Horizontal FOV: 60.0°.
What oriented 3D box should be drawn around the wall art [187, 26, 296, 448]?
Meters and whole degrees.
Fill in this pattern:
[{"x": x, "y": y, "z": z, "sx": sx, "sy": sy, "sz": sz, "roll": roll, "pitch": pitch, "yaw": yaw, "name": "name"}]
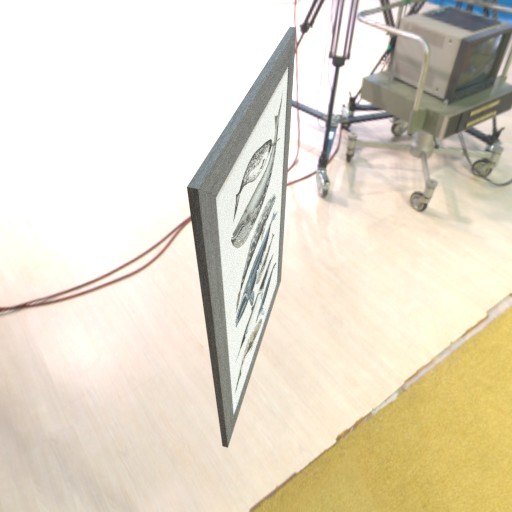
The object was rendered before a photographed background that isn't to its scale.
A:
[{"x": 0.000, "y": 0.000, "z": 1.360, "sx": 0.020, "sy": 1.070, "sz": 0.768, "roll": 11, "pitch": 47, "yaw": 11, "name": "wall art"}]
